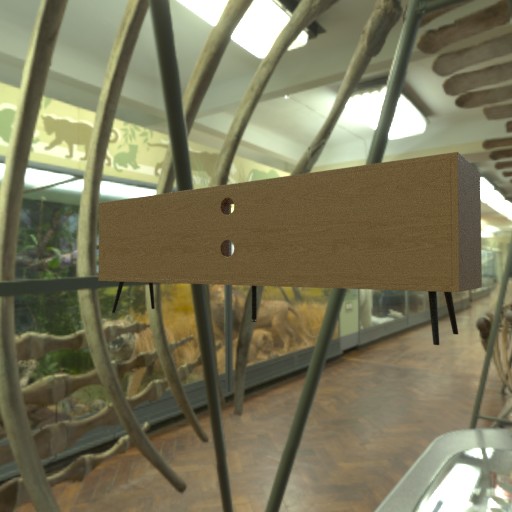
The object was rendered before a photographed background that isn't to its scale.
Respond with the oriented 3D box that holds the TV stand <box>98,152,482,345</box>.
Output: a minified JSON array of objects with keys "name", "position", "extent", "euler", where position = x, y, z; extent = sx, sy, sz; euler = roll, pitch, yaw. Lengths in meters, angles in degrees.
[{"name":"TV stand","position":[0.000,0.000,1.977],"extent":[1.760,0.580,0.400],"euler":[-1,-2,36]}]
